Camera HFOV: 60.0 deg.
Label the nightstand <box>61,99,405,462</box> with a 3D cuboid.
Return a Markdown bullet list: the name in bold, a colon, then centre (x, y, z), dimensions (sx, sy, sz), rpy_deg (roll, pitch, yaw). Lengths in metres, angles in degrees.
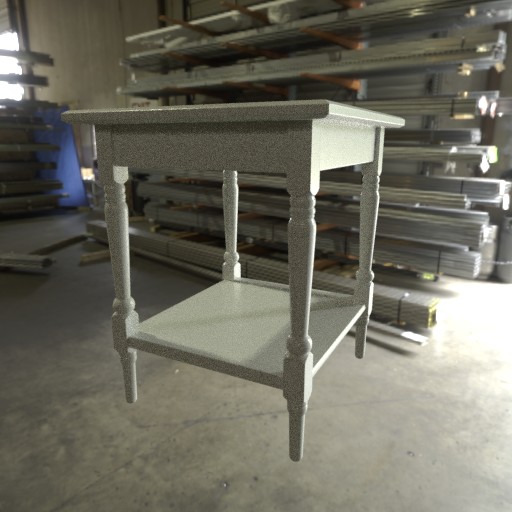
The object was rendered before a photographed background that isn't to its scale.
- **nightstand**: centre (0.000, 0.000, 0.908), dimensions (0.459, 0.555, 0.505), rpy_deg (8, 16, 27)
